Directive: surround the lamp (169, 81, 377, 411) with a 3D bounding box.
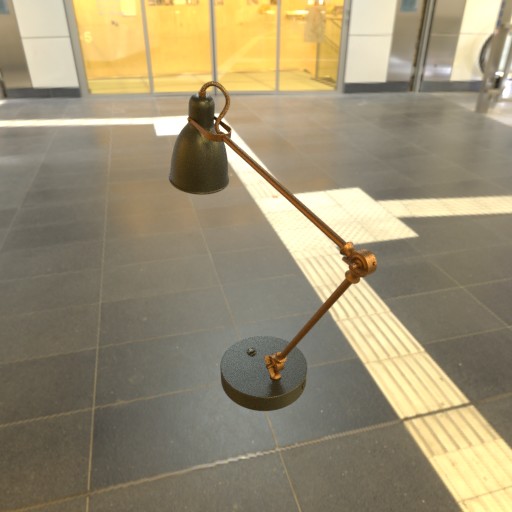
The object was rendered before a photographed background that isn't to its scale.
[{"bbox_3d":[0.000,0.000,0.847,0.187,0.587,0.561,-19,35,-29],"label":"lamp"}]
